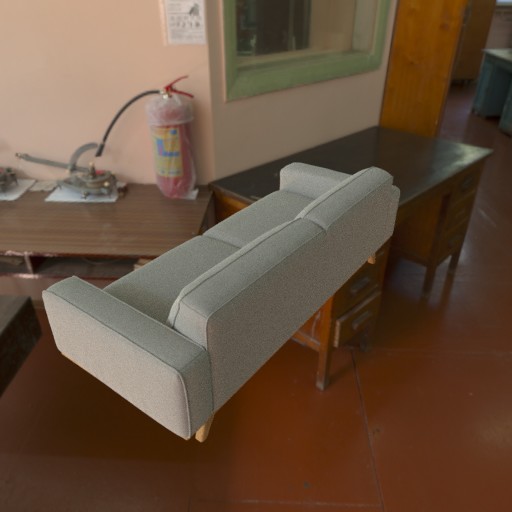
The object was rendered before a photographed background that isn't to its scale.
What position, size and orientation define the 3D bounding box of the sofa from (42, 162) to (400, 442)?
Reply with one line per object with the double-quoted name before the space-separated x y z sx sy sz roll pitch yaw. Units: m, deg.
"sofa" 0.000 0.000 2.755 0.956 0.781 2.270 21 37 31
